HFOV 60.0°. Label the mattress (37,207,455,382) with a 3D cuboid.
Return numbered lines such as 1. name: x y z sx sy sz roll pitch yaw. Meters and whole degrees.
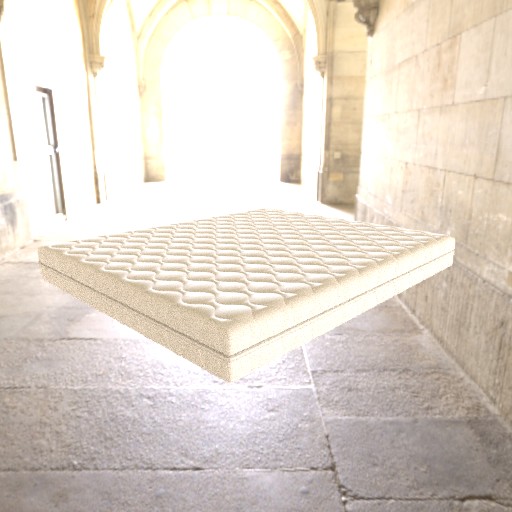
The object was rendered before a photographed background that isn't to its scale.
1. mattress: 0.000 0.000 2.622 1.600 0.200 1.900 15 21 42
